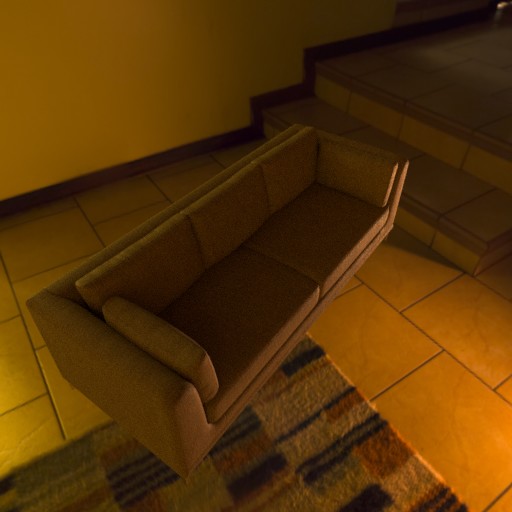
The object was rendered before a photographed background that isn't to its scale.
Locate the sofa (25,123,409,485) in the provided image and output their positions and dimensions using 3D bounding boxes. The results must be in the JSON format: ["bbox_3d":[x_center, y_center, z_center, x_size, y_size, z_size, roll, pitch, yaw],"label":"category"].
[{"bbox_3d":[0.000,0.000,2.826,0.969,0.867,2.415,26,47,26],"label":"sofa"}]
